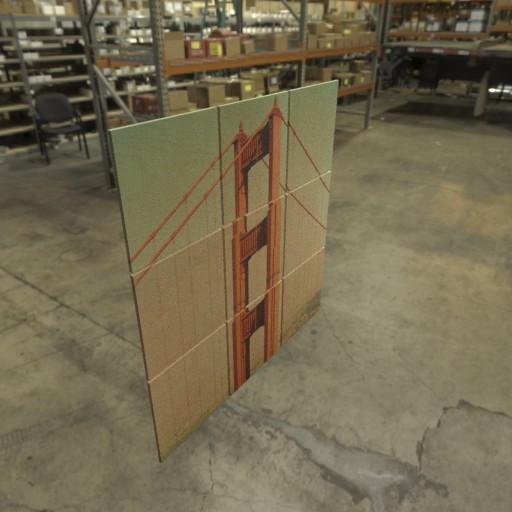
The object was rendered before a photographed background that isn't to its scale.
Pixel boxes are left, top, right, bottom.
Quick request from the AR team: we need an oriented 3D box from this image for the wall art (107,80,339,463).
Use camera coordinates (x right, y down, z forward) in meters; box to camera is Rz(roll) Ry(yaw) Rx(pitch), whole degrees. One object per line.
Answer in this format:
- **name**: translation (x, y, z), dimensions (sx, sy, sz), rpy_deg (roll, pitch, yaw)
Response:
- **wall art**: translation (0.000, 0.000, 1.794), dimensions (0.013, 1.219, 1.214), rpy_deg (19, 34, 31)
